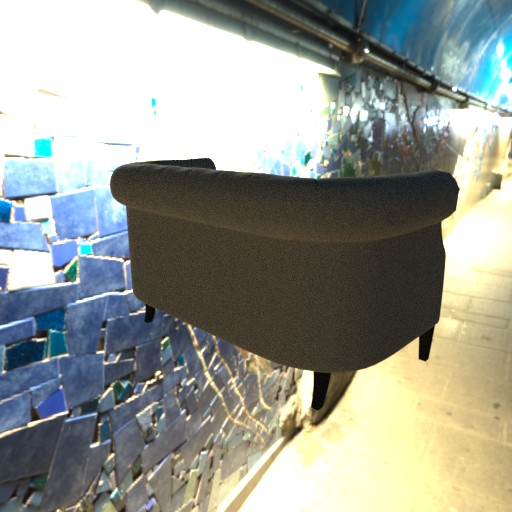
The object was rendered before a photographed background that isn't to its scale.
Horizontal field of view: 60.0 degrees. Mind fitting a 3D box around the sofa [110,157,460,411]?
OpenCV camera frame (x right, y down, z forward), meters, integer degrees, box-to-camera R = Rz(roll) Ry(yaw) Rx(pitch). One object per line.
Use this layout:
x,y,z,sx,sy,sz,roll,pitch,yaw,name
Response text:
0.000,0.000,2.033,1.558,0.827,0.835,14,21,42,sofa
